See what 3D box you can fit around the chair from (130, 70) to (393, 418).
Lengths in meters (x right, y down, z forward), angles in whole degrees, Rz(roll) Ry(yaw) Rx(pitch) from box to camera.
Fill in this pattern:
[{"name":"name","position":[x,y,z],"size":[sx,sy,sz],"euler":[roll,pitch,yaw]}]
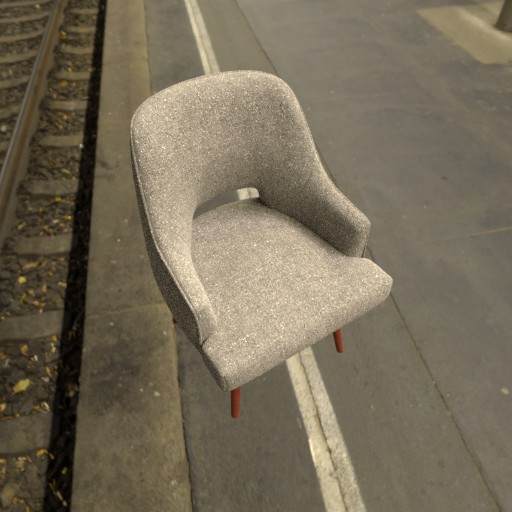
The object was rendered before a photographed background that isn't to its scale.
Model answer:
[{"name":"chair","position":[0.000,0.000,1.351],"size":[0.608,0.875,0.629],"euler":[-25,52,-22]}]
